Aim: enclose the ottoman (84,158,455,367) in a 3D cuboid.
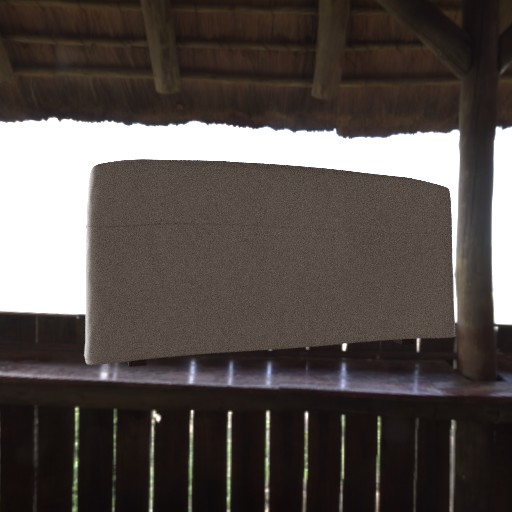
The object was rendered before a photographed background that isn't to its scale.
[{"bbox_3d":[0.000,0.000,1.210,0.872,0.444,0.590,0,0,-19],"label":"ottoman"}]
